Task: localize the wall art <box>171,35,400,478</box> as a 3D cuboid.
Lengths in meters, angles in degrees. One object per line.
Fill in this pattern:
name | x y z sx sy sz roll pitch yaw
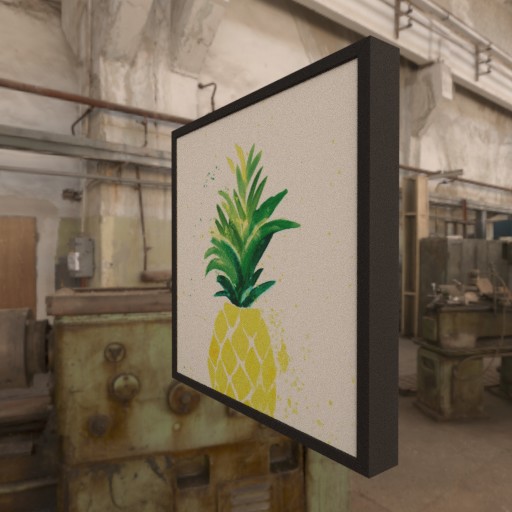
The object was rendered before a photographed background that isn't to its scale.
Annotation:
wall art | 0.000 0.000 0.436 0.033 0.304 0.305 0 1 -37
